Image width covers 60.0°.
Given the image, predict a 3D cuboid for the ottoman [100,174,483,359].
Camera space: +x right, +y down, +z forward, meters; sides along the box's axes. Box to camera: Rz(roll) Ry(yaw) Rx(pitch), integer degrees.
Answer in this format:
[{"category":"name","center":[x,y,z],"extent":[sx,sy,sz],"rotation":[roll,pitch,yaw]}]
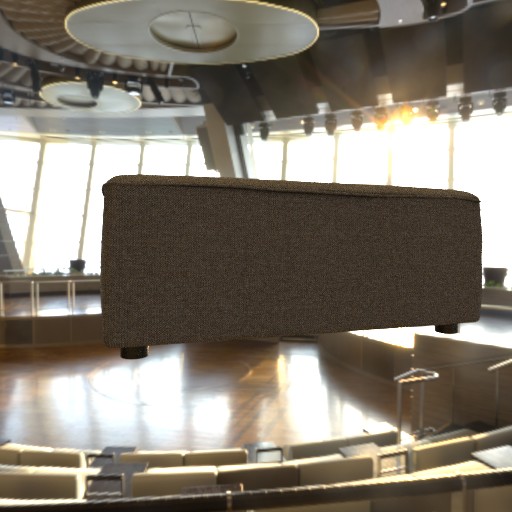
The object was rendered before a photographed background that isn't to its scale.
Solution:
[{"category":"ottoman","center":[0.000,0.000,1.542],"extent":[1.023,0.423,1.017],"rotation":[-1,2,-18]}]
